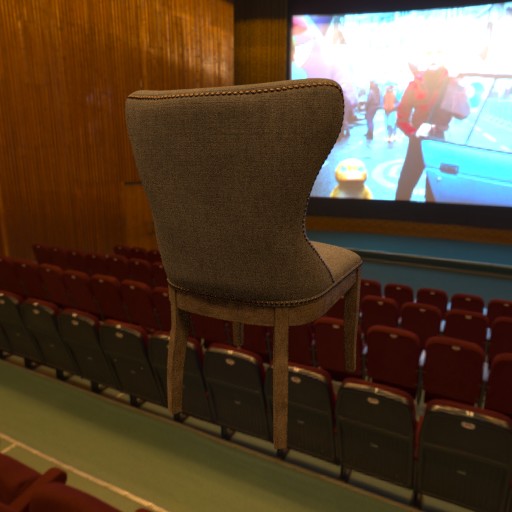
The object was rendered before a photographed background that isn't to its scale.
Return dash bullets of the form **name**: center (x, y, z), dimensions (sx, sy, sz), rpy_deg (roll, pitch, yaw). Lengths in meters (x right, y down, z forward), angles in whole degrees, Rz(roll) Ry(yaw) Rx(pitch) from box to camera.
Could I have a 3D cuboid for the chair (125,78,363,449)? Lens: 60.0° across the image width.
- **chair**: center (0.000, 0.000, 1.446), dimensions (0.654, 1.002, 0.681), rpy_deg (7, 15, 26)
